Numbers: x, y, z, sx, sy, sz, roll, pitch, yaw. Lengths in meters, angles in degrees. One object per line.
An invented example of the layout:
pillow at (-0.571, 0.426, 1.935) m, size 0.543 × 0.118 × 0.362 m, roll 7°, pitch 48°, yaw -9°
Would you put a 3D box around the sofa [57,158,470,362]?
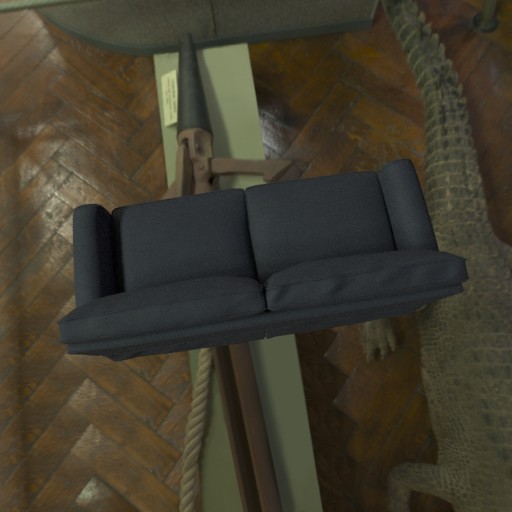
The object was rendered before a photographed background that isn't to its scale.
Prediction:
sofa at (0.000, 0.000, 2.841) m, size 2.256 × 1.094 × 0.983 m, roll -9°, pitch 75°, yaw -2°
